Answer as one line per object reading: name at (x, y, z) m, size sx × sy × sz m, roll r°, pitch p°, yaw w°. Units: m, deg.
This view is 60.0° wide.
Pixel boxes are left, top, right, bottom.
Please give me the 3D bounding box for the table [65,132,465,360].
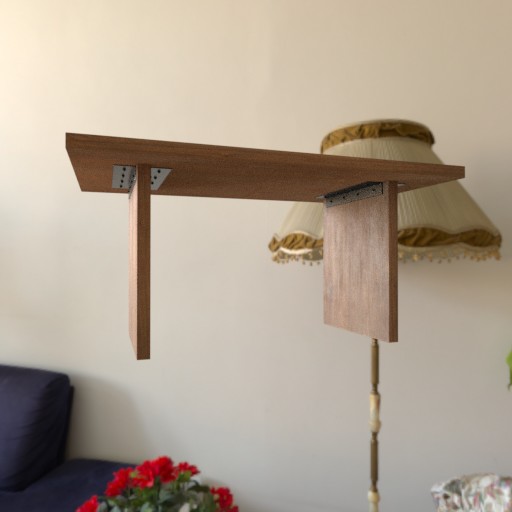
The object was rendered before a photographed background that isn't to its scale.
table at (0.000, 0.000, 2.123) m, size 1.609 × 0.780 × 0.946 m, roll 0°, pitch -1°, yaw -19°
